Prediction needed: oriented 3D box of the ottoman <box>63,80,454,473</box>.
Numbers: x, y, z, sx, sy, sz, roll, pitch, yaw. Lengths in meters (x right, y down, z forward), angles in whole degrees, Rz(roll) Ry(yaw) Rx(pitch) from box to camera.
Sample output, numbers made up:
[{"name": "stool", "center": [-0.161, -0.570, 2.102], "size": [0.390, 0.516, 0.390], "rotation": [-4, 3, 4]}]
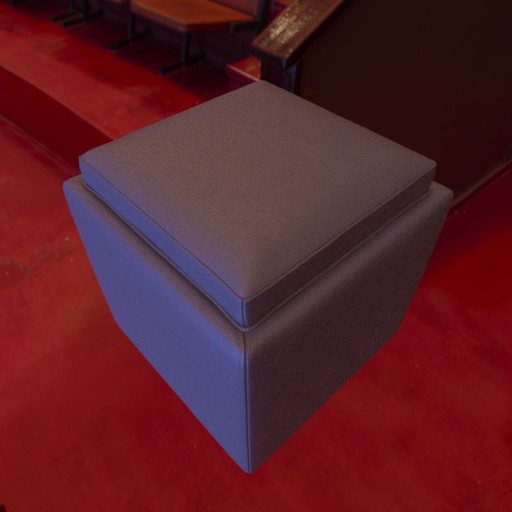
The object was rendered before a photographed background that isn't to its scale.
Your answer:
[{"name": "ottoman", "center": [0.000, 0.000, 0.799], "size": [0.451, 0.460, 0.450], "rotation": [-34, 55, -28]}]
